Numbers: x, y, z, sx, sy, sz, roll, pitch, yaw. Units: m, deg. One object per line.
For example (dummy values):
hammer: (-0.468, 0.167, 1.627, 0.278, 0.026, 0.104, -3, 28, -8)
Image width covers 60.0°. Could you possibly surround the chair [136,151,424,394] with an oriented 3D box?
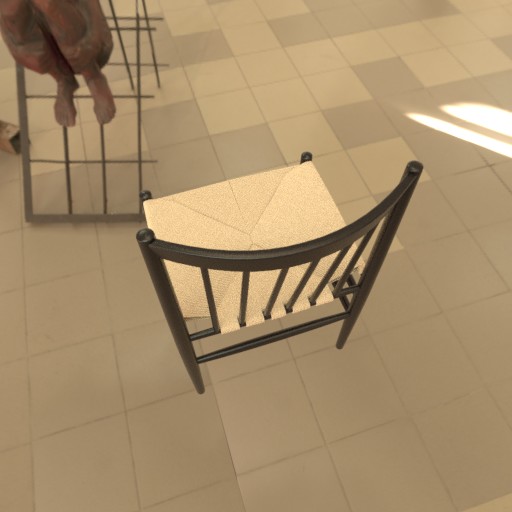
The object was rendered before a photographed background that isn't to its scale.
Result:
chair: (0.000, 0.000, 1.131, 0.495, 0.818, 0.516, -15, 58, -10)
